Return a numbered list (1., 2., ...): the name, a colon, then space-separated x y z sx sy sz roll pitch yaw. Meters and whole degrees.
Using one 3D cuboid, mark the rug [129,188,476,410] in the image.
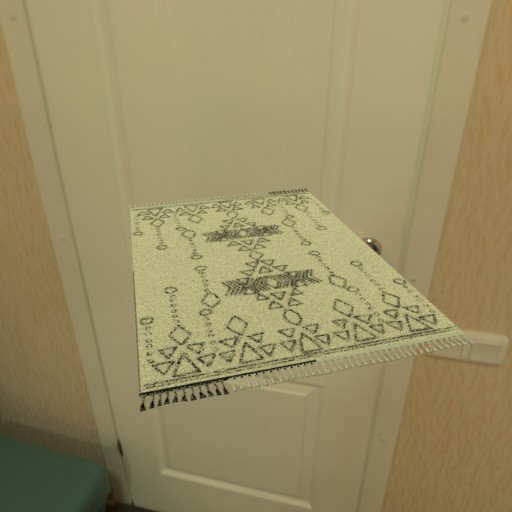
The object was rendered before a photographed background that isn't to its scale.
1. rug: 0.000 0.000 2.960 1.600 0.013 2.312 -7 29 -13
